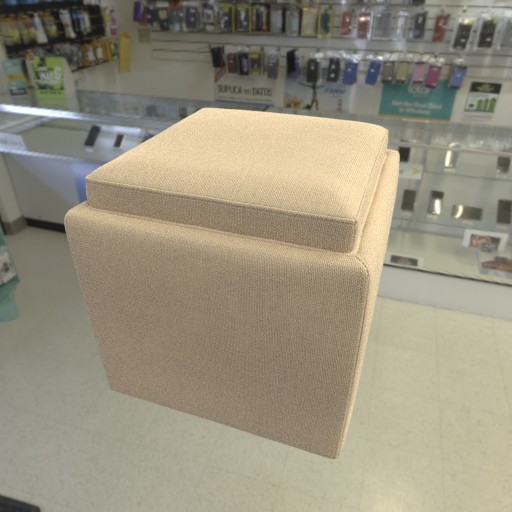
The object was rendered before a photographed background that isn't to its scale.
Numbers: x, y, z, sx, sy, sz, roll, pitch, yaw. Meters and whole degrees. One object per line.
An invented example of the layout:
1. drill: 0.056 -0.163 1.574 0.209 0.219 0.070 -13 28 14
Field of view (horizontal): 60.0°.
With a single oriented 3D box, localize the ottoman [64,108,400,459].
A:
1. ottoman: 0.000 0.000 0.825 0.451 0.460 0.450 11 34 16
